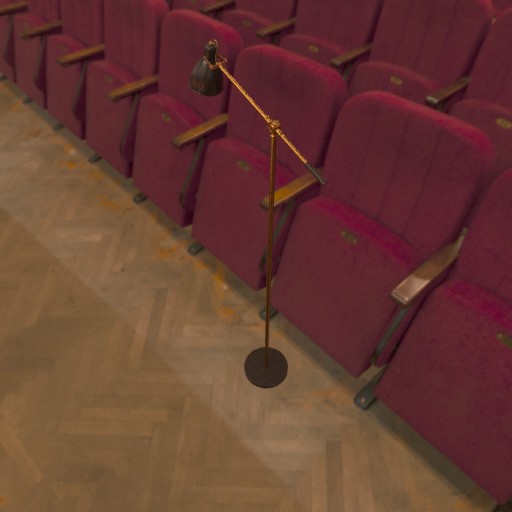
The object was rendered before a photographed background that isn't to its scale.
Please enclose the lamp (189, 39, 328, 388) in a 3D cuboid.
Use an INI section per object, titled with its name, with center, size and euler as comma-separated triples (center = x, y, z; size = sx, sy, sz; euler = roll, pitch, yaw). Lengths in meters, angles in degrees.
[lamp]
center = 0.000, 0.000, 1.852
size = 0.235, 1.628, 0.618
euler = -33, 54, -27
